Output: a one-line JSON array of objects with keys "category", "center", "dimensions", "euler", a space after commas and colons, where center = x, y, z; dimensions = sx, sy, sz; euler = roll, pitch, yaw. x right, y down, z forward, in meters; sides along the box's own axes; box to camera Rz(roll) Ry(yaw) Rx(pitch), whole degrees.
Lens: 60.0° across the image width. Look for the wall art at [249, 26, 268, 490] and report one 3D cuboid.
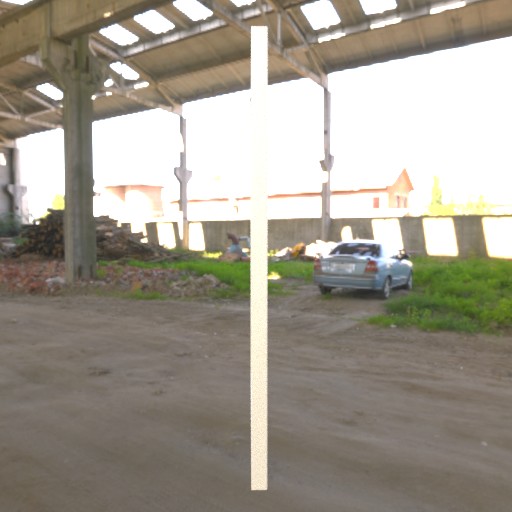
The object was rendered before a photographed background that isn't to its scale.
[{"category": "wall art", "center": [0.000, 0.000, 1.409], "dimensions": [0.042, 1.056, 0.805], "euler": [0, 2, -1]}]
